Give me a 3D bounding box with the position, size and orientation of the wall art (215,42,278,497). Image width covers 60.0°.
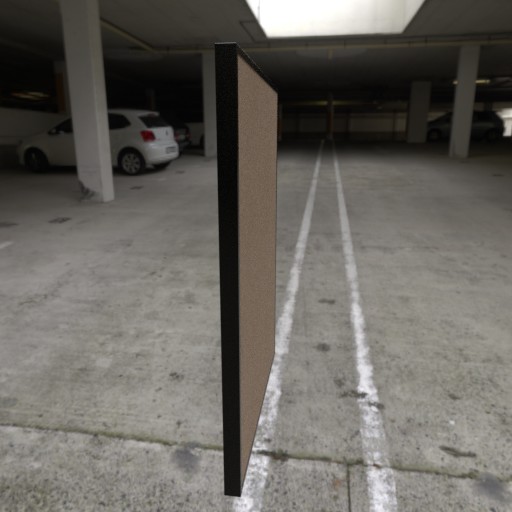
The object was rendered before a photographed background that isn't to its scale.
[{"bbox_3d":[0.000,0.000,1.359,0.043,1.046,0.788,2,15,8],"label":"wall art"}]
